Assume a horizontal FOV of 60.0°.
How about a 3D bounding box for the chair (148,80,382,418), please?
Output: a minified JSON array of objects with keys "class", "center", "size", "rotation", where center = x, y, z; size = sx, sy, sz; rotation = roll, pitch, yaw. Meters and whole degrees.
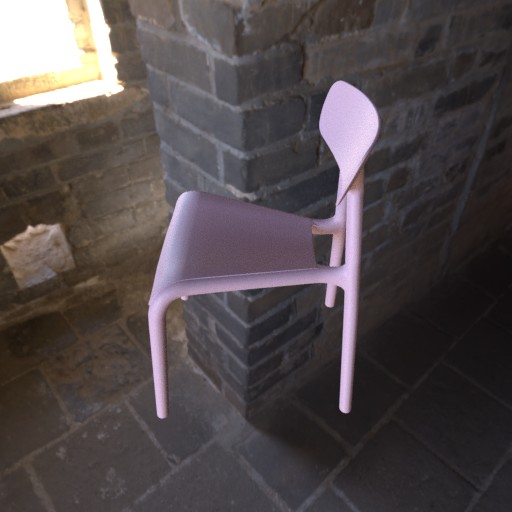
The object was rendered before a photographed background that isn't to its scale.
[{"class":"chair","center":[0.000,0.000,0.851],"size":[0.401,0.580,0.356],"rotation":[1,41,1]}]
